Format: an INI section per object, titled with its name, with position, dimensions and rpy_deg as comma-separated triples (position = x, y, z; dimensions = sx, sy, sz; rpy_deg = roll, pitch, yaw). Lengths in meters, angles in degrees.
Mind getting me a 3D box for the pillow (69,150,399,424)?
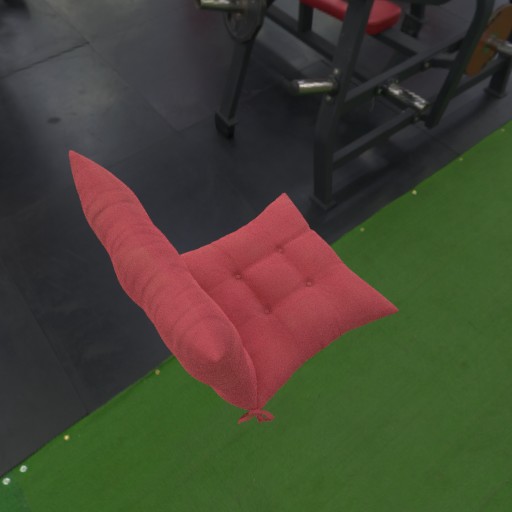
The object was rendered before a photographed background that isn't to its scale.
[pillow]
position = 0.000, 0.000, 1.014
dimensions = 0.585, 0.536, 0.541
rpy_deg = -31, 62, -19
